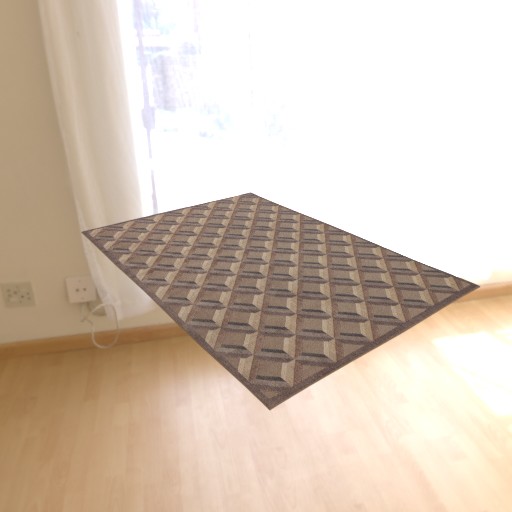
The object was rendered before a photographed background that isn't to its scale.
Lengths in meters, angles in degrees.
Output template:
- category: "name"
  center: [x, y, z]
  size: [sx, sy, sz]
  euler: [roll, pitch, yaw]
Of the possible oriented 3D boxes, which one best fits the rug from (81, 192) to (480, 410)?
- category: "rug"
  center: [0.000, 0.000, 2.975]
  size: [1.600, 0.013, 2.260]
  euler: [-19, 32, -33]
